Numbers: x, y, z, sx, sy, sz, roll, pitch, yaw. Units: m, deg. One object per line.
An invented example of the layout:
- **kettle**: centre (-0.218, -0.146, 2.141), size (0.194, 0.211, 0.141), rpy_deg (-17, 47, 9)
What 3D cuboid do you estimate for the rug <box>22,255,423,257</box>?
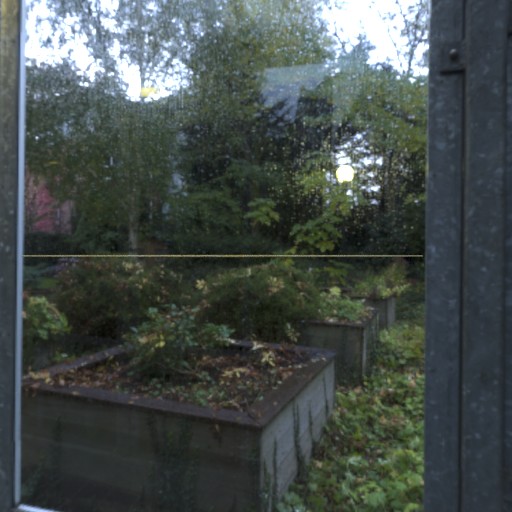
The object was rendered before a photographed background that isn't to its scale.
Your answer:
- **rug**: centre (0.000, 0.000, 2.917), size (1.524, 0.006, 2.286), rpy_deg (0, 0, 35)
